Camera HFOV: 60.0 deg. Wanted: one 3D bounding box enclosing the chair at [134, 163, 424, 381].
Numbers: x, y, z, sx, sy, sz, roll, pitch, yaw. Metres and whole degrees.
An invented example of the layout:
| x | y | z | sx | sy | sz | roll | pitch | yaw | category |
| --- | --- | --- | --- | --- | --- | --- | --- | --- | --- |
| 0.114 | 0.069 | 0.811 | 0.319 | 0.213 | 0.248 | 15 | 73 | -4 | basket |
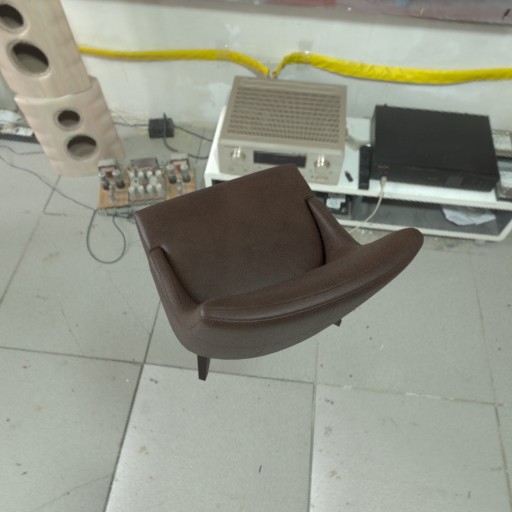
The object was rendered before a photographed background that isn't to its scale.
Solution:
| x | y | z | sx | sy | sz | roll | pitch | yaw | category |
| --- | --- | --- | --- | --- | --- | --- | --- | --- | --- |
| 0.000 | 0.000 | 1.508 | 0.701 | 0.909 | 0.861 | -19 | 60 | -12 | chair |
